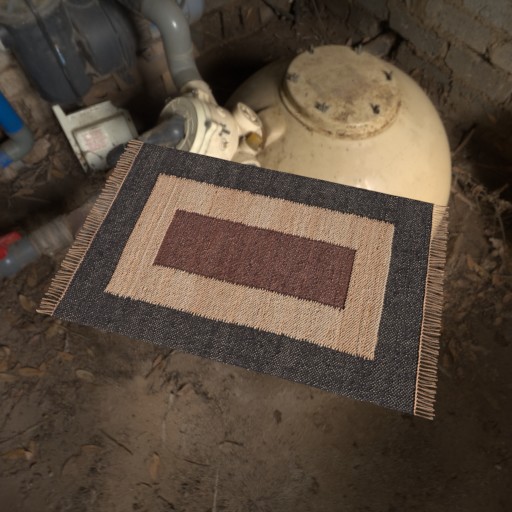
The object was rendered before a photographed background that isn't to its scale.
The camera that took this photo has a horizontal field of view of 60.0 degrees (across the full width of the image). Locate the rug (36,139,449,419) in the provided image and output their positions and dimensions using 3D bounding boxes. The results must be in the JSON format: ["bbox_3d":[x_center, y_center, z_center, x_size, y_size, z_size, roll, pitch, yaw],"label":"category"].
[{"bbox_3d":[0.000,0.000,2.422,2.021,0.027,1.224,13,62,7],"label":"rug"}]
